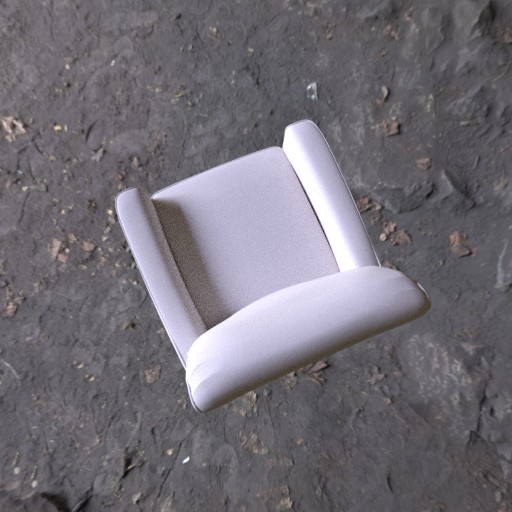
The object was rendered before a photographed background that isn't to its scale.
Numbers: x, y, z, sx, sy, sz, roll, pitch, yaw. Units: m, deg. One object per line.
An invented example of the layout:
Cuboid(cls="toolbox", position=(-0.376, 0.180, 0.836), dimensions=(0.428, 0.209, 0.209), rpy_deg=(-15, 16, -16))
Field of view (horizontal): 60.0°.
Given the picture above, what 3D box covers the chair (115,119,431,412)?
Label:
Cuboid(cls="chair", position=(0.000, 0.000, 1.685), dimensions=(0.841, 1.028, 0.858), rpy_deg=(-23, 78, -5))
